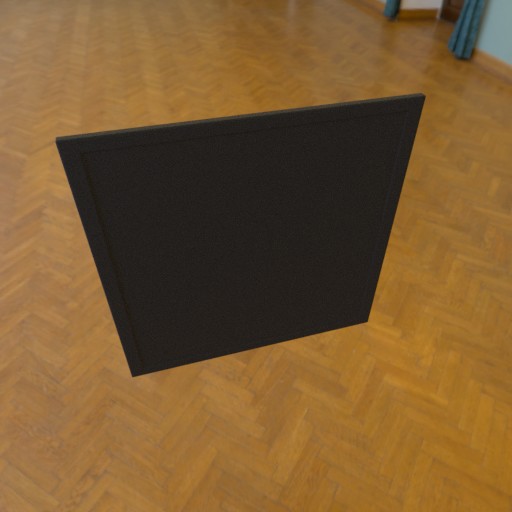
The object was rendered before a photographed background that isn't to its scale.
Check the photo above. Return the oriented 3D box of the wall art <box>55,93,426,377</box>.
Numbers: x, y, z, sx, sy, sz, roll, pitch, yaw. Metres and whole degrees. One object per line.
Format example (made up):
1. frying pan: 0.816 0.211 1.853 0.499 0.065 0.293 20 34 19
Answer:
1. wall art: 0.000 0.000 0.839 0.562 0.558 0.012 -11 43 -12
